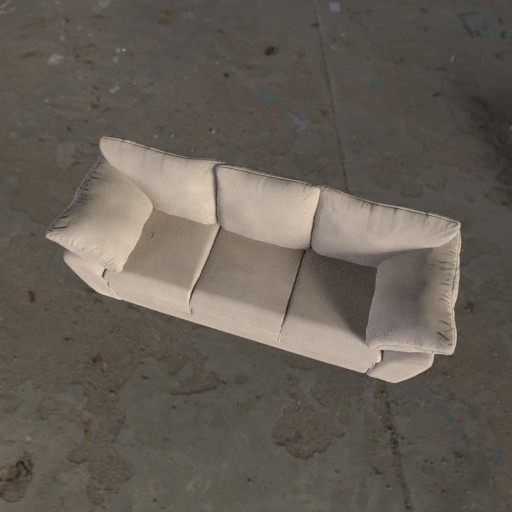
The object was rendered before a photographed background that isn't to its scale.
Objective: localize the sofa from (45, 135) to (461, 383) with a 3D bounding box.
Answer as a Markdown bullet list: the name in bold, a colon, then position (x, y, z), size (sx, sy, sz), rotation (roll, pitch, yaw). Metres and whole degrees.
- **sofa**: position (0.000, 0.000, 2.815), size (2.334, 0.996, 0.878), rotation (15, 59, 9)
